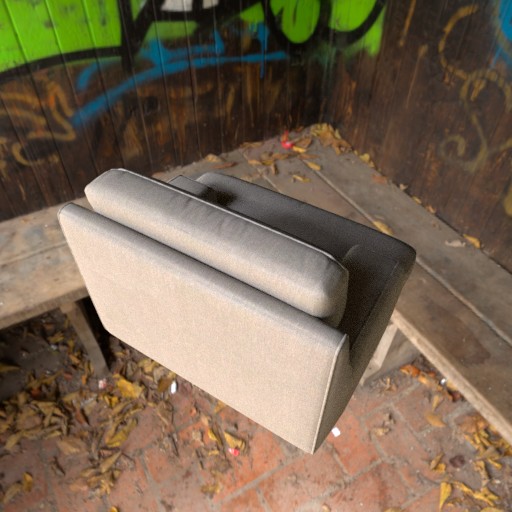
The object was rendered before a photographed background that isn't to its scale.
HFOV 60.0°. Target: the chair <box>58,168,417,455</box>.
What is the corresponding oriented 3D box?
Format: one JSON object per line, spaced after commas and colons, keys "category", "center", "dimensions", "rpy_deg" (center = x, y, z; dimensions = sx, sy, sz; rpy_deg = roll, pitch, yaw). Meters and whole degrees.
{"category": "chair", "center": [0.000, 0.000, 2.041], "dimensions": [1.270, 0.974, 1.043], "rpy_deg": [24, 50, 22]}
